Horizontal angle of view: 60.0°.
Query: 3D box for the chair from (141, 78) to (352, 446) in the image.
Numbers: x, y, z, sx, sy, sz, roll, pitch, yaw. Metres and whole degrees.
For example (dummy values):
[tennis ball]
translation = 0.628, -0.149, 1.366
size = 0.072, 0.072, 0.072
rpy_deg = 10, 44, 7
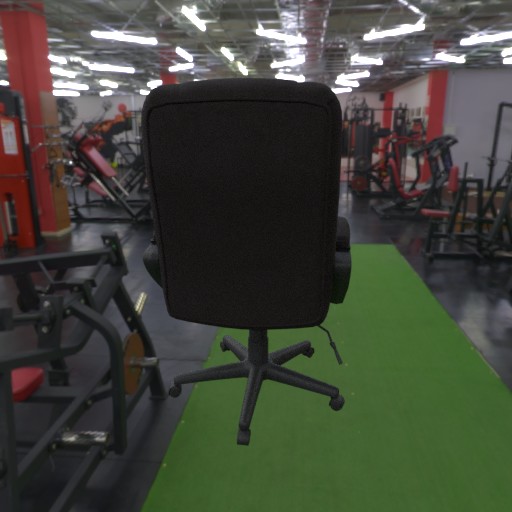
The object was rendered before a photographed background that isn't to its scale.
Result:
[chair]
translation = 0.000, 0.000, 1.565
size = 0.667, 1.105, 0.724
rpy_deg = 2, 16, 8
